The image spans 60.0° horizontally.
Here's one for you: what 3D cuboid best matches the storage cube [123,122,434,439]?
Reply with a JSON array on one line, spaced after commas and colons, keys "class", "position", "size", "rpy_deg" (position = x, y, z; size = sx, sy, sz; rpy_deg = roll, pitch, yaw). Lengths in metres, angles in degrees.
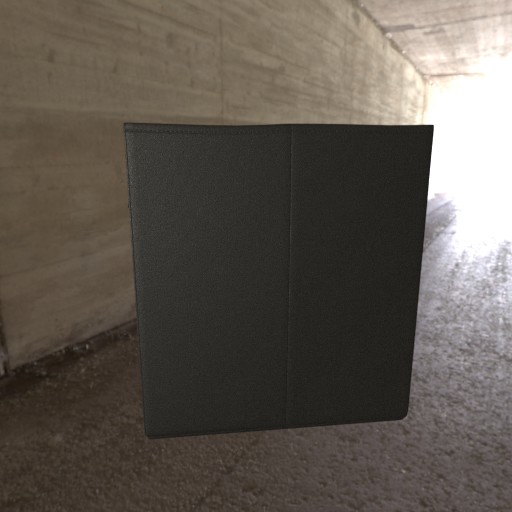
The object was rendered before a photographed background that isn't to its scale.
[{"class": "storage cube", "position": [0.000, 0.000, 0.511], "size": [0.270, 0.280, 0.270], "rpy_deg": [-2, 14, -7]}]
